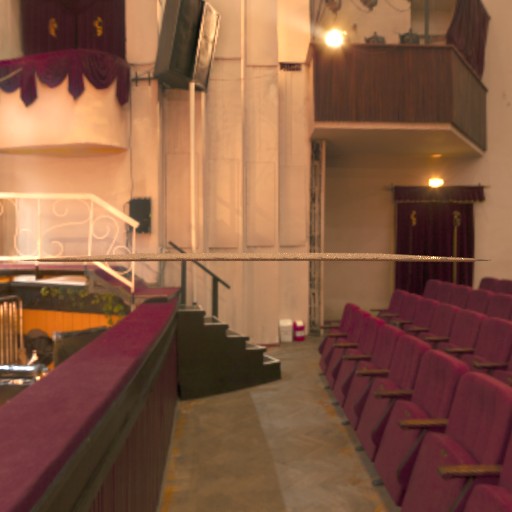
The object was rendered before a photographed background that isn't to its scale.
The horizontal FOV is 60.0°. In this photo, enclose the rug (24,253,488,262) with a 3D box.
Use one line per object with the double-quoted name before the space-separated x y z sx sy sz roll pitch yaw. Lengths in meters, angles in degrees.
"rug" 0.000 0.000 4.787 3.585 0.036 2.892 0 1 0
